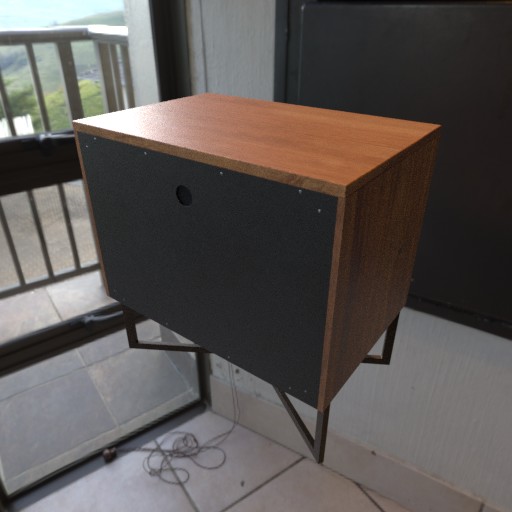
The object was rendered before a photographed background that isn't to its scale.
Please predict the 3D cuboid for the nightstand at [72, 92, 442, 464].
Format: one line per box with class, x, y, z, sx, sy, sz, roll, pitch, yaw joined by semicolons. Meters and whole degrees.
nightstand;0.000;0.000;1.039;0.613;0.615;0.427;20;35;31
